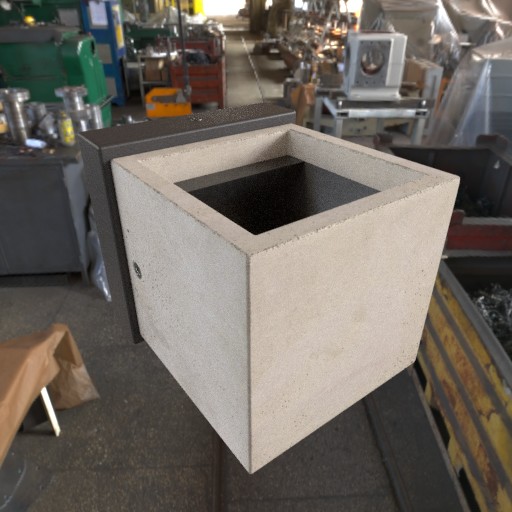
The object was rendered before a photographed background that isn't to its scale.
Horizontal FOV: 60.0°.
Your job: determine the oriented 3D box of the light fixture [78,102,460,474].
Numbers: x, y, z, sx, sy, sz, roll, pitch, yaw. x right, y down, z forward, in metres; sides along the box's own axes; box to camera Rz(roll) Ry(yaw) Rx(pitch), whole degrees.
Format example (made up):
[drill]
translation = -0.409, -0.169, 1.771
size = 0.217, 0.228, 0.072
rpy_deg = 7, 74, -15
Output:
[light fixture]
translation = 0.000, 0.000, 0.236
size = 0.121, 0.121, 0.143
rpy_deg = -21, 37, -31
